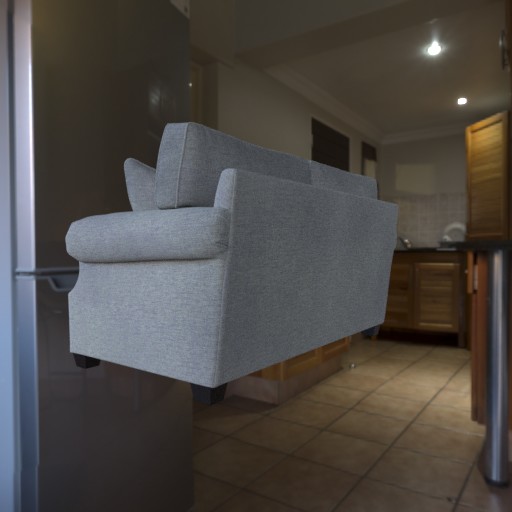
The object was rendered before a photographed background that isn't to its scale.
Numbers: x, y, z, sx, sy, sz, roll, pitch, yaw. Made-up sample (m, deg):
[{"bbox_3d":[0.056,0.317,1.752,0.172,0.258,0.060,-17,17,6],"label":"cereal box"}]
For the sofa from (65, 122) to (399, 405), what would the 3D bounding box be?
[{"bbox_3d":[0.000,0.000,2.289,0.966,0.966,1.701,1,2,37],"label":"sofa"}]
